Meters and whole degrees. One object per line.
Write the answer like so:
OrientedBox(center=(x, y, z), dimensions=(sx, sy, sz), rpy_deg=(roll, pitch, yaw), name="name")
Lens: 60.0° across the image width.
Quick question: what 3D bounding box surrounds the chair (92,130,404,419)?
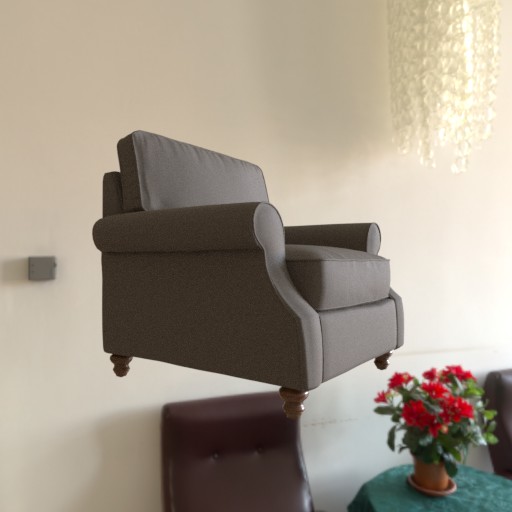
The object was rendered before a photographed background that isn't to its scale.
OrientedBox(center=(0.000, 0.000, 1.833), dimensions=(0.966, 0.967, 1.029), rpy_deg=(-1, -1, 36), name="chair")
